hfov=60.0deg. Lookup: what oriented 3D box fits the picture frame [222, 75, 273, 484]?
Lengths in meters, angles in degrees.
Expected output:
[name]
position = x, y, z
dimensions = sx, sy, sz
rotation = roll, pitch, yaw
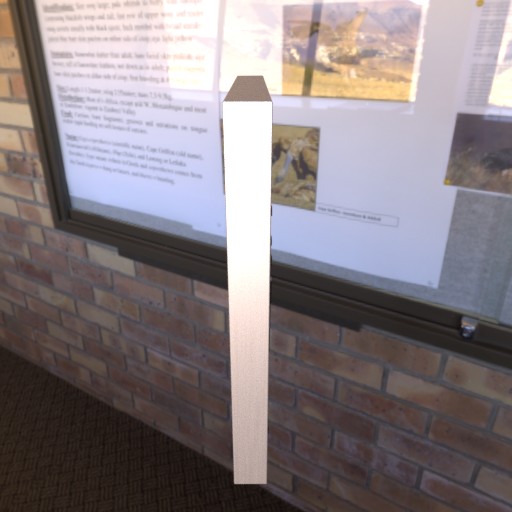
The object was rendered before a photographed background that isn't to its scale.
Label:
[picture frame]
position = 0.000, 0.000, 0.390
dimensions = 0.036, 0.282, 0.233
rotation = 0, 25, 0
